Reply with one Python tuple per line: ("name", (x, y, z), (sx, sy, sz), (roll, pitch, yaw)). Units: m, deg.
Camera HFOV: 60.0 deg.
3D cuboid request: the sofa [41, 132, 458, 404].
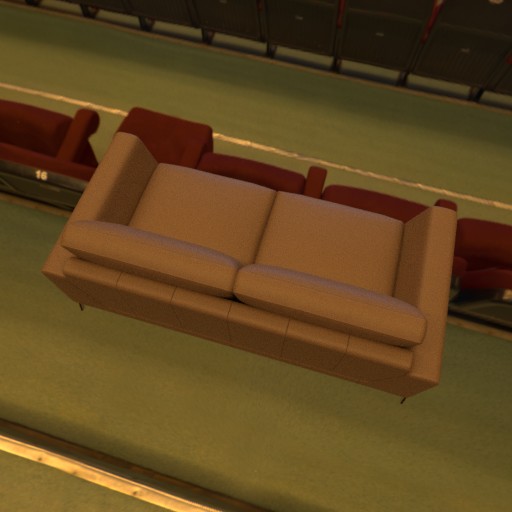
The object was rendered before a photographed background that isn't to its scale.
("sofa", (0.000, 0.000, 2.458), (2.017, 0.875, 0.953), (15, 65, 7))
